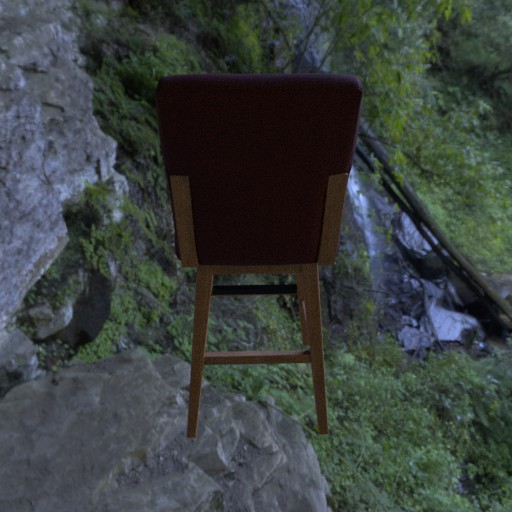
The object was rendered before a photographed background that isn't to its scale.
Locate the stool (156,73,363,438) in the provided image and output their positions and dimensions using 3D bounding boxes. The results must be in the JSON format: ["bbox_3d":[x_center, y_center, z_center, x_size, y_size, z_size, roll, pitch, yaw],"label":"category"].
[{"bbox_3d":[0.000,0.000,1.345,0.468,1.093,0.562,-1,29,-1],"label":"stool"}]
